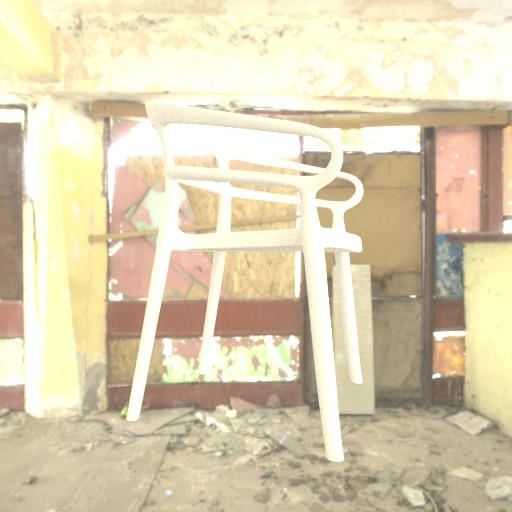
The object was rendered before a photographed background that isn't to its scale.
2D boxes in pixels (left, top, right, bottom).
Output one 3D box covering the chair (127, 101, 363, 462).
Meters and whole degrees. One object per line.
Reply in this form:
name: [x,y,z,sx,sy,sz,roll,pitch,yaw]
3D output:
chair: [0.000,0.000,1.135,0.527,0.761,0.559,0,1,17]
